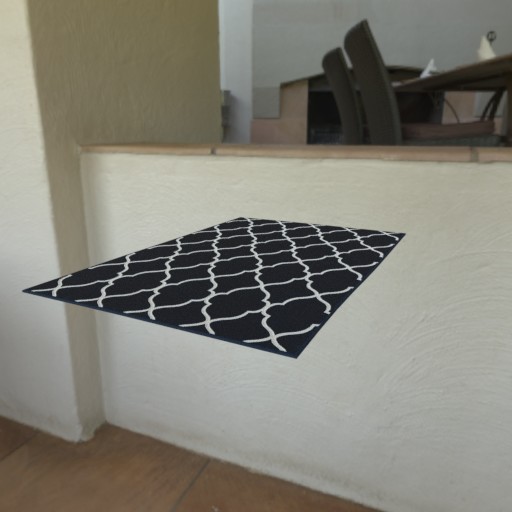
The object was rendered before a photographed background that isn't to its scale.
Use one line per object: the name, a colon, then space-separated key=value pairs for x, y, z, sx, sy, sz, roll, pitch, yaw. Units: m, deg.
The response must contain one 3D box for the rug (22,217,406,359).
rug: x=0.000 y=0.000 z=2.906 sx=1.526 sy=0.014 sz=2.290 roll=8 pitch=17 yaw=26
